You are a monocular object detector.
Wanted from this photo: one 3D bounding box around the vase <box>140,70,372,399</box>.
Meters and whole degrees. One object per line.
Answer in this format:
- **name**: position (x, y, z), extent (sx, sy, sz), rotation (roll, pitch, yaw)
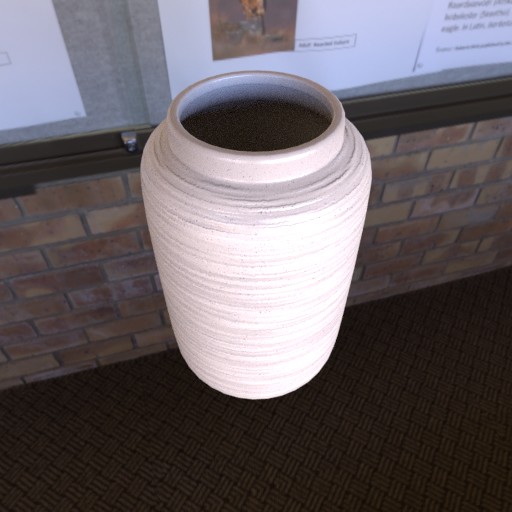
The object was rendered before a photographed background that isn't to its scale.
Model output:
- **vase**: position (0.000, 0.000, 0.466), extent (0.202, 0.335, 0.202), rotation (0, 46, 0)
